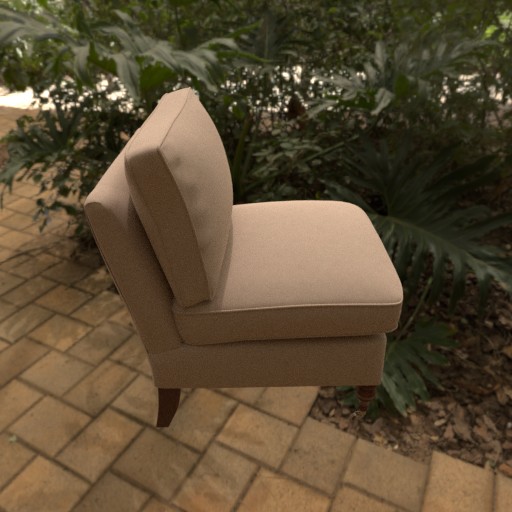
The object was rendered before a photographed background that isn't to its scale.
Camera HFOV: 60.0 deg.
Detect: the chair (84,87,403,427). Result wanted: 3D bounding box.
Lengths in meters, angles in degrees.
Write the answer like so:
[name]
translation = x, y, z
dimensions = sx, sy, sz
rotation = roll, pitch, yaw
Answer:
[chair]
translation = 0.000, 0.000, 1.624
dimensions = 0.912, 1.052, 0.724
rotation = 0, 32, -1
